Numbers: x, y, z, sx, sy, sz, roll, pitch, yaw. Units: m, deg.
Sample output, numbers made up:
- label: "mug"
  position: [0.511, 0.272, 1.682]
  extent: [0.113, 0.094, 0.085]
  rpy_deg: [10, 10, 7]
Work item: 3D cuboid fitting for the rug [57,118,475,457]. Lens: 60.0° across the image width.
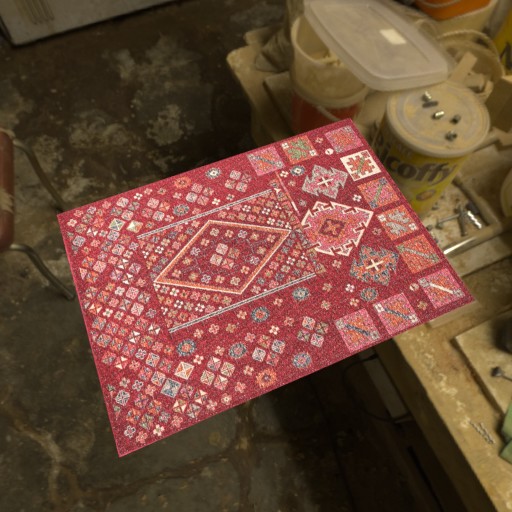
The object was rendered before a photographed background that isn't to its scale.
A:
- label: "rug"
  position: [0.000, 0.000, 2.784]
  extent: [2.184, 0.007, 1.579]
  rpy_deg: [-21, 65, -10]
